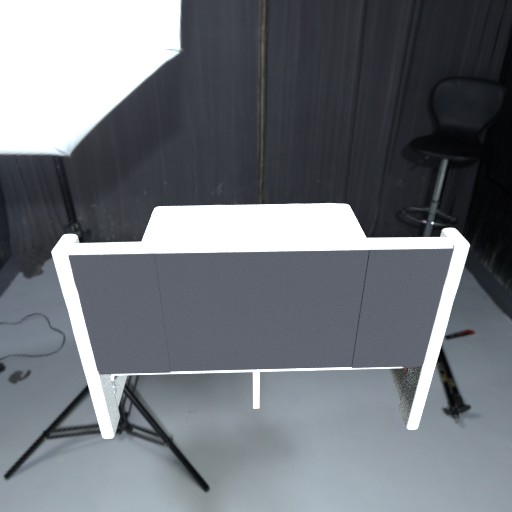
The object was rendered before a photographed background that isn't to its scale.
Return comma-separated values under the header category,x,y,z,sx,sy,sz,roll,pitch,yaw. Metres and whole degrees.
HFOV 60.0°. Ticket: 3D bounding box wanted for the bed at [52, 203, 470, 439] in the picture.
category,x,y,z,sx,sy,sz,roll,pitch,yaw
bed,0.000,0.000,3.597,2.140,1.470,2.280,-1,31,-2
